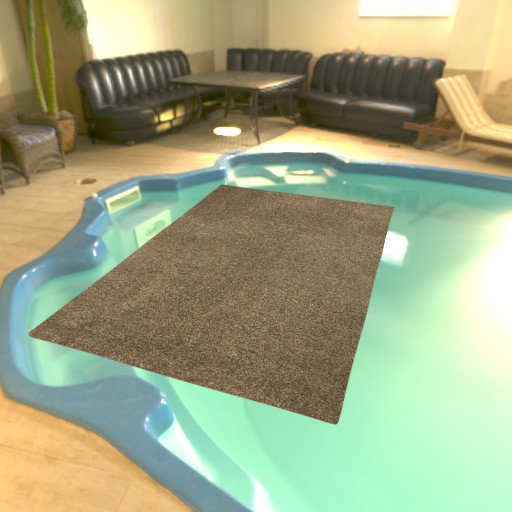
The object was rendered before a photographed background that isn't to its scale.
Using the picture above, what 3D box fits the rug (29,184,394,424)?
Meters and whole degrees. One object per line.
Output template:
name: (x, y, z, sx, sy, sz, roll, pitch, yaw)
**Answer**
rug: (0.000, 0.000, 3.387, 1.802, 0.026, 2.699, 10, 30, 18)
